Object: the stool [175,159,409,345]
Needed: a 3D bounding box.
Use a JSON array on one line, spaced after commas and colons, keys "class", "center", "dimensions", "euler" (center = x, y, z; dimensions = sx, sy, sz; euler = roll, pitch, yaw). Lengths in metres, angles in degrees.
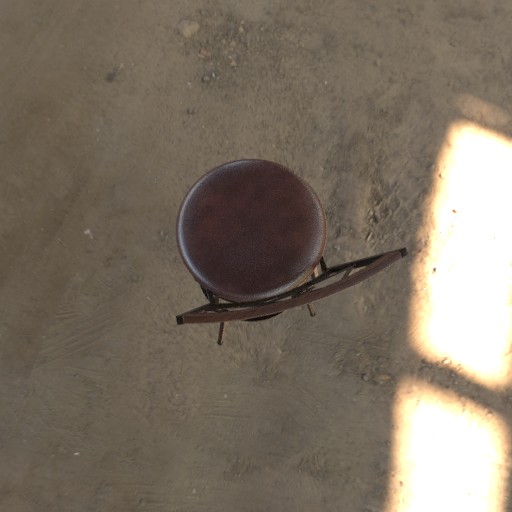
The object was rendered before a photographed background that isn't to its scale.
[{"class": "stool", "center": [0.000, 0.000, 1.354], "dimensions": [0.432, 1.134, 0.521], "euler": [-16, 75, -5]}]
